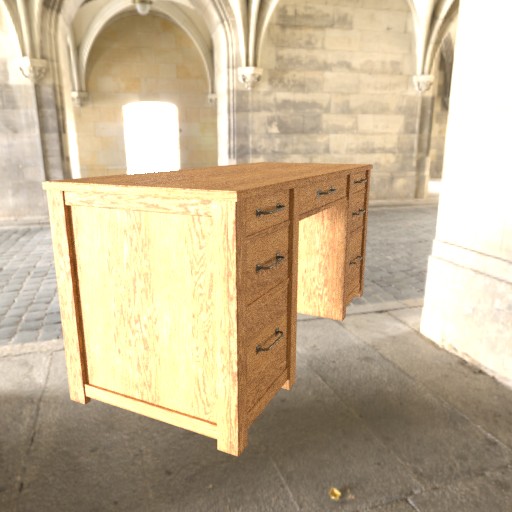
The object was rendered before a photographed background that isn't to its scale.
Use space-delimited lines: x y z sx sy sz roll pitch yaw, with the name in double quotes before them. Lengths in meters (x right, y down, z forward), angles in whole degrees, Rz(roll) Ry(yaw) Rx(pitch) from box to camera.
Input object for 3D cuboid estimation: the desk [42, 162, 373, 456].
"desk" 0.000 0.000 1.979 0.685 0.751 1.567 7 16 25
